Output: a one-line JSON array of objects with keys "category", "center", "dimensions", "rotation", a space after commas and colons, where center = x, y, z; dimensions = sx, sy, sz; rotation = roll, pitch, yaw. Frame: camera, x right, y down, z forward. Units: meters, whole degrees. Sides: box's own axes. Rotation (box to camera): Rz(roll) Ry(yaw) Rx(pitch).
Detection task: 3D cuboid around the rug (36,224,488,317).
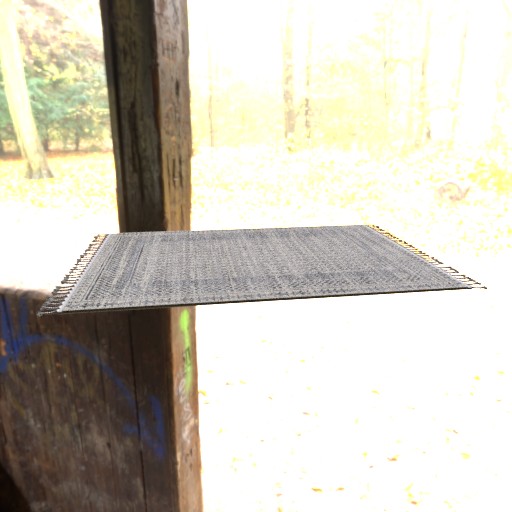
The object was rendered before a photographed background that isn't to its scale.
[{"category": "rug", "center": [0.000, 0.000, 2.354], "dimensions": [1.872, 0.013, 1.243], "rotation": [-3, 17, -8]}]
